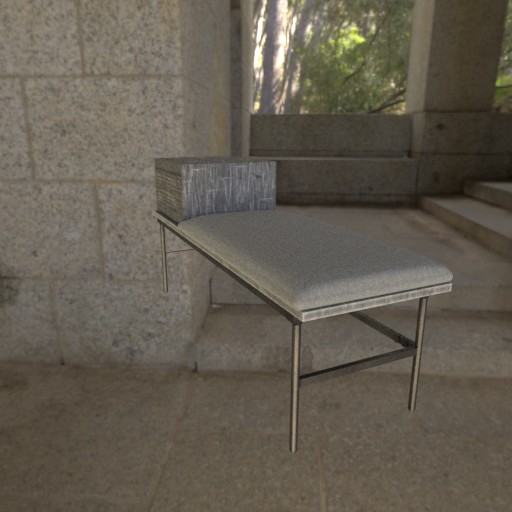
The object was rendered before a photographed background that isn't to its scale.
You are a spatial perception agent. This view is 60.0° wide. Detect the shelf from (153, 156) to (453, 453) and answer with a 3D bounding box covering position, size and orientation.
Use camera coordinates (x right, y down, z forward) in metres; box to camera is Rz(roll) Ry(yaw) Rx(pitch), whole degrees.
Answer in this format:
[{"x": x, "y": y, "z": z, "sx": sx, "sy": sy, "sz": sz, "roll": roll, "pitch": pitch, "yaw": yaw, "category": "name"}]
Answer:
[{"x": 0.000, "y": 0.000, "z": 1.604, "sx": 0.457, "sy": 0.633, "sz": 1.342, "roll": -7, "pitch": 17, "yaw": -24, "category": "shelf"}]
